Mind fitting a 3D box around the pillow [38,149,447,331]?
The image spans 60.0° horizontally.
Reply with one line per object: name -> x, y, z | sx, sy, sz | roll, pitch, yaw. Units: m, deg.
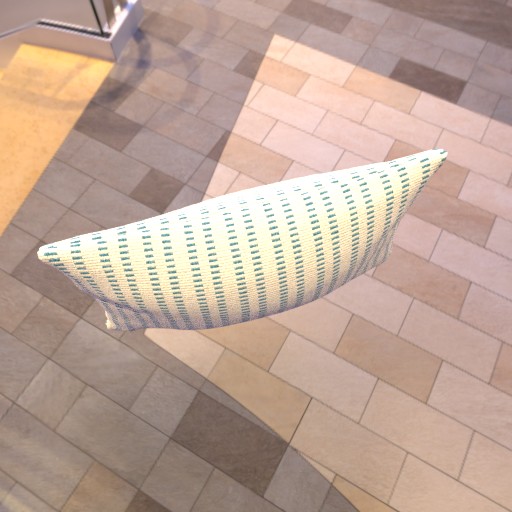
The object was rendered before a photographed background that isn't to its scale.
pillow -> 0.000, 0.000, 0.805 | 0.640, 0.353, 0.210 | -15, 64, -7
